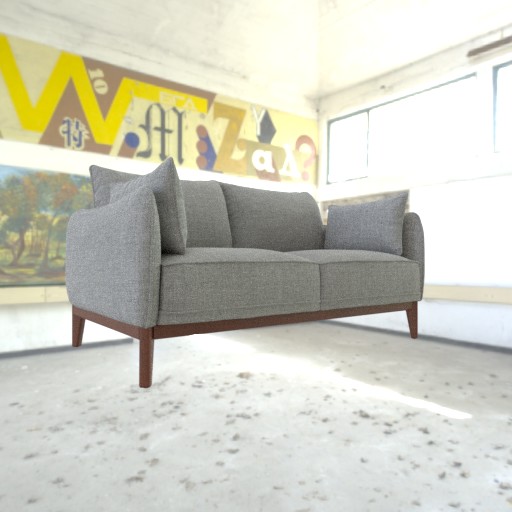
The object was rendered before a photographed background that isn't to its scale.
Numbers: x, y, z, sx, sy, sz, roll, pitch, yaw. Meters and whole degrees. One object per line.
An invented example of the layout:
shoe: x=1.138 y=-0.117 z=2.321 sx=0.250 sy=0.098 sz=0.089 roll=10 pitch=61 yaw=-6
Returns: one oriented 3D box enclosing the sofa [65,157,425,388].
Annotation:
sofa: x=0.000 y=0.000 z=2.168 sx=1.580 sy=0.851 sz=0.972 roll=0 pitch=0 yaw=-37
